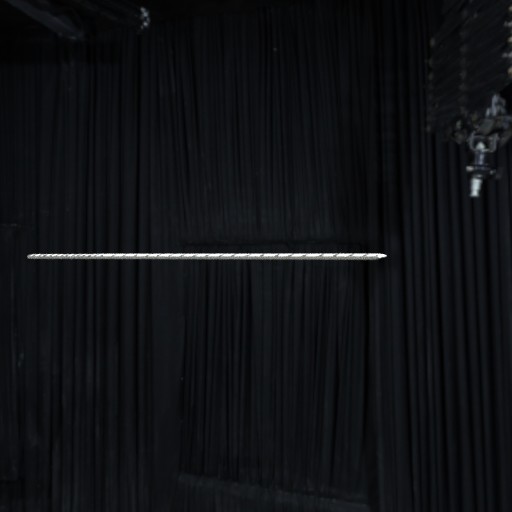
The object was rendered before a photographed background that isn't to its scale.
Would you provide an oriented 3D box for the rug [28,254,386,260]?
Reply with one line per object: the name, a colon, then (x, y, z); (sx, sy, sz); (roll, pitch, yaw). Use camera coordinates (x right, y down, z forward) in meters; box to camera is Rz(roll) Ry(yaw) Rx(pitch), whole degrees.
rug: (0.000, 0.000, 3.273); (1.829, 0.028, 2.449); (0, 0, 17)
